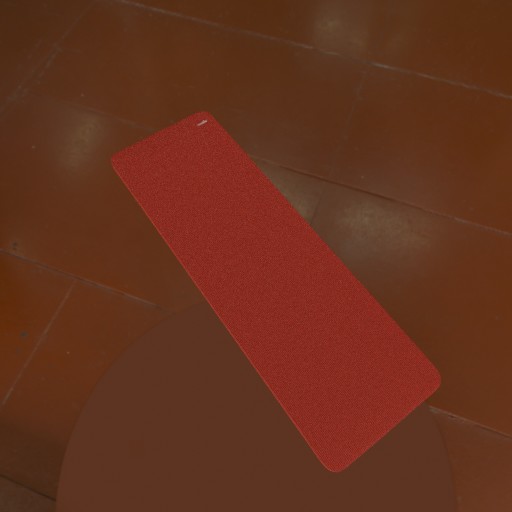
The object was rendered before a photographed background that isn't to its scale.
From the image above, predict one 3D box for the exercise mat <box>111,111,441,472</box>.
[{"bbox_3d":[0.000,0.000,2.094,0.616,0.021,1.869,-32,68,-15],"label":"exercise mat"}]
